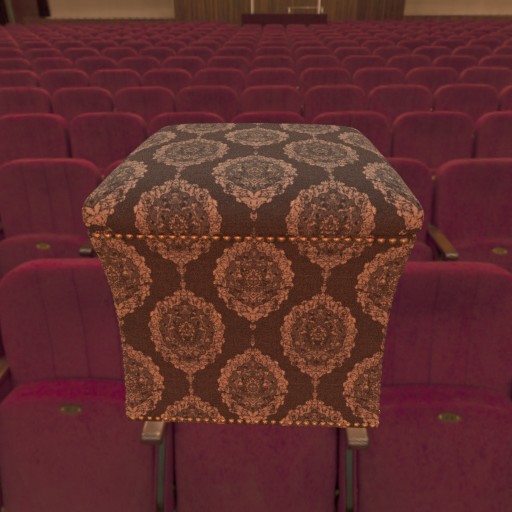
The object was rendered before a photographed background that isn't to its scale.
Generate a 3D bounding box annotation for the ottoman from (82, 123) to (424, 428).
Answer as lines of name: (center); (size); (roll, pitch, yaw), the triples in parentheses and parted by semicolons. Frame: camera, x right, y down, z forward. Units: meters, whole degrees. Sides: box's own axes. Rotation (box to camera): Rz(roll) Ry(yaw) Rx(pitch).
ottoman: (0.000, 0.000, 0.914); (0.497, 0.475, 0.507); (1, 28, 2)
